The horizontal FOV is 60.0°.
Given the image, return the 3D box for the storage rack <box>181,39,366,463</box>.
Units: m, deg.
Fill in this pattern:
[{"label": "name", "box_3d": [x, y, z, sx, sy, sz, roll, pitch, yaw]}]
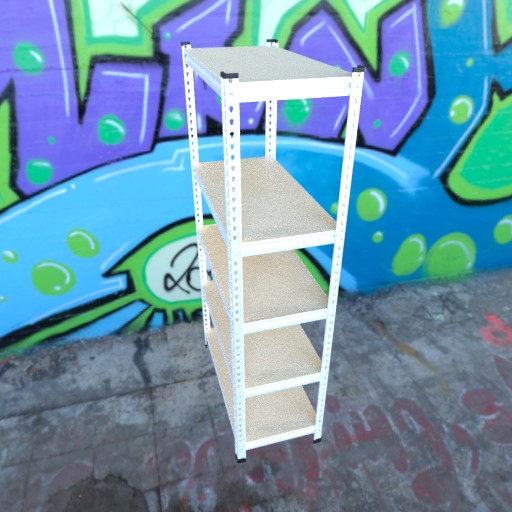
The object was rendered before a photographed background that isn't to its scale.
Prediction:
[{"label": "storage rack", "box_3d": [0.000, 0.000, 2.174, 0.457, 1.829, 0.914, -8, 32, -14]}]
